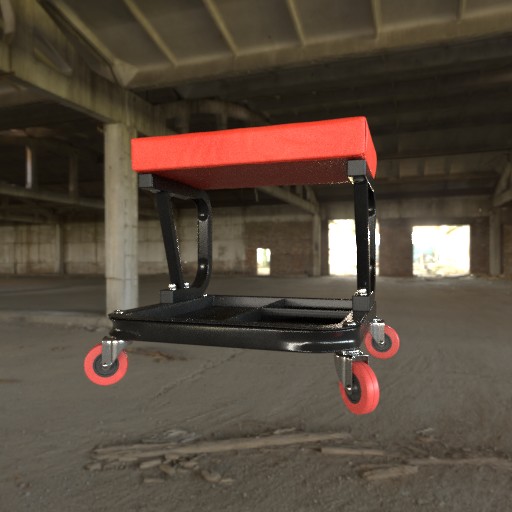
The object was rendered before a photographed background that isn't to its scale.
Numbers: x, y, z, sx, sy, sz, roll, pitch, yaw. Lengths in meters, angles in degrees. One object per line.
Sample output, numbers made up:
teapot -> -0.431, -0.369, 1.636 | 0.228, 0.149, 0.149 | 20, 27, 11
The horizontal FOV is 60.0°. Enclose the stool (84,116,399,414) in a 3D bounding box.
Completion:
stool -> 0.000, 0.000, 0.731 | 0.446, 0.380, 0.371 | 0, 0, 19
